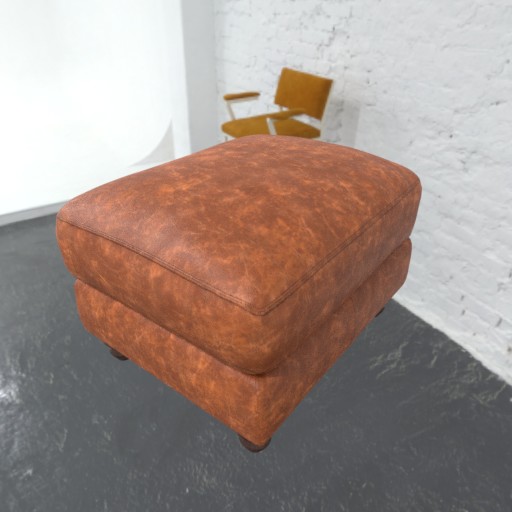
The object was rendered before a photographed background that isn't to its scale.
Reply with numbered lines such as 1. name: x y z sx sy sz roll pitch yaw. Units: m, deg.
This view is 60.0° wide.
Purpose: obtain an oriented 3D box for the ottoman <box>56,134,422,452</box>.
1. ottoman: 0.000 0.000 1.245 0.657 0.562 0.832 21 37 32
